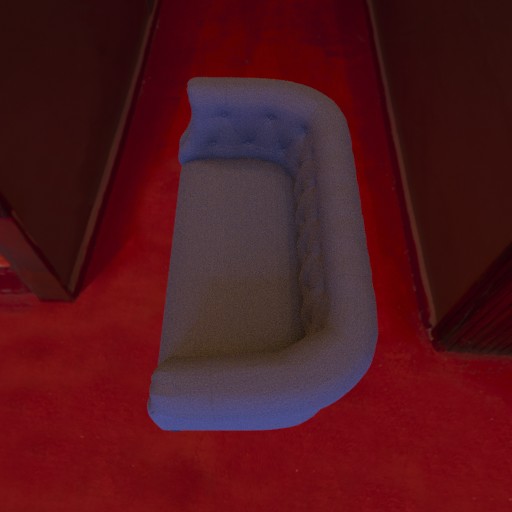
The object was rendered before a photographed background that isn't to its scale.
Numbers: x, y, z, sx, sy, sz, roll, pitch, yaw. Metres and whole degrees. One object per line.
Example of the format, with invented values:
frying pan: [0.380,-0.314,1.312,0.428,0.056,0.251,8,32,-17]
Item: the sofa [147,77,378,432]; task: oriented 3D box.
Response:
sofa: [0.000,0.000,2.020,0.835,0.827,1.558,0,59,0]
